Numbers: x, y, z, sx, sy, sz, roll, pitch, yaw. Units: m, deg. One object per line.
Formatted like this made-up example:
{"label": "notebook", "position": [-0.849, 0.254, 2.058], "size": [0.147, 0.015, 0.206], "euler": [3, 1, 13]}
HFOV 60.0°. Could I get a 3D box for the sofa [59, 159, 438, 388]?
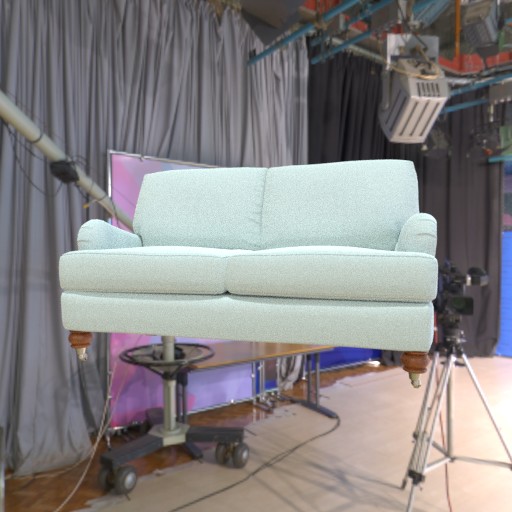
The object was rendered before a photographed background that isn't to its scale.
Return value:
{"label": "sofa", "position": [0.000, 0.000, 2.494], "size": [1.853, 1.101, 1.084], "euler": [0, 1, 16]}
